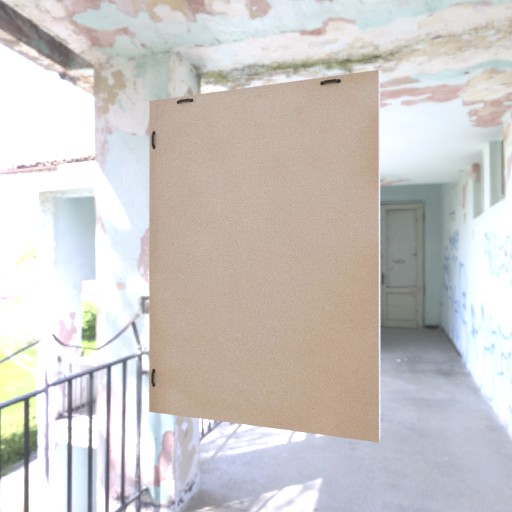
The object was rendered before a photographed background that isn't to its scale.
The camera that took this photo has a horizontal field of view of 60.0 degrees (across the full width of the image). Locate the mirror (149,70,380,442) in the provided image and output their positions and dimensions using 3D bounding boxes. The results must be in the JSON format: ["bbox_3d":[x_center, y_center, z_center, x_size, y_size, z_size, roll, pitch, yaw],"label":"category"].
[{"bbox_3d":[0.000,0.000,0.942,0.507,0.710,0.039,0,0,19],"label":"mirror"}]
